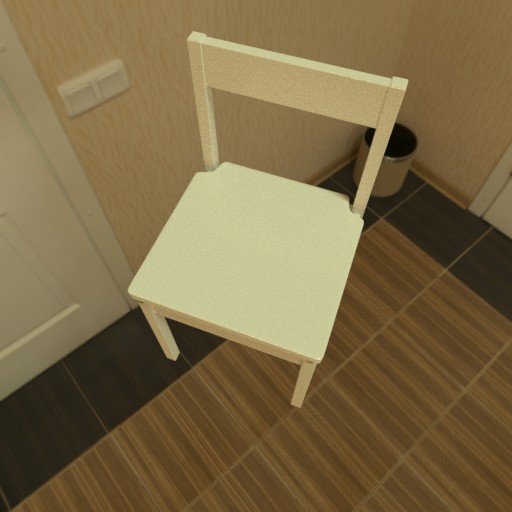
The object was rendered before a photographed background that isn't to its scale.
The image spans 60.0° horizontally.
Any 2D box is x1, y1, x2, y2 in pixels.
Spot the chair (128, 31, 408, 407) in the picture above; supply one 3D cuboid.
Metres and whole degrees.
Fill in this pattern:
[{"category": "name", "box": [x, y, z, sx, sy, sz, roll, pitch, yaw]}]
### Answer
[{"category": "chair", "box": [0.000, 0.000, 0.892, 0.367, 0.668, 0.361, 18, 60, 11]}]
